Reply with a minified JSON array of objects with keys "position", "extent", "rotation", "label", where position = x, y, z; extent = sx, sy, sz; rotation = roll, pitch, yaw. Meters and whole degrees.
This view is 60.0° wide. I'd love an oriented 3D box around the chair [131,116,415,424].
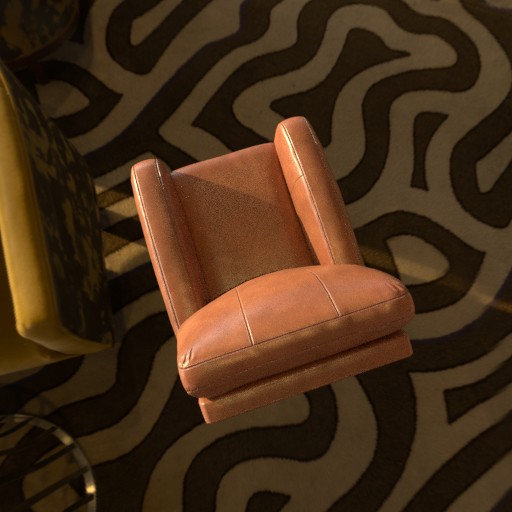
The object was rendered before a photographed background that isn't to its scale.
[{"position":[0.000,0.000,1.690],"extent":[0.762,0.990,0.990],"rotation":[-17,76,-4],"label":"chair"}]
